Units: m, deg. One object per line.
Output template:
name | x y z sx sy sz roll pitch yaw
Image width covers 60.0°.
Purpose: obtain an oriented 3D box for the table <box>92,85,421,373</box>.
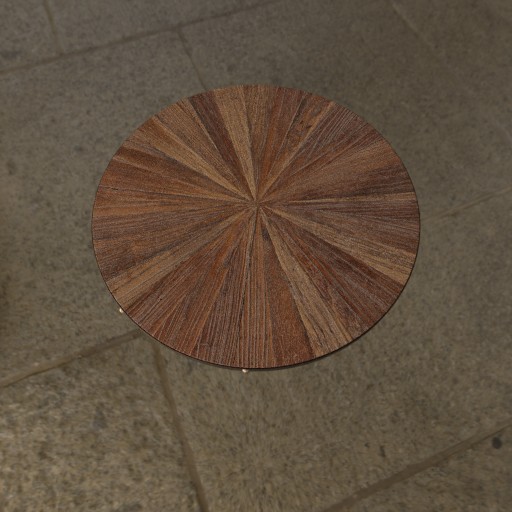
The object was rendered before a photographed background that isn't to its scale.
table | 0.000 0.000 1.500 0.885 0.658 0.885 0 65 0
